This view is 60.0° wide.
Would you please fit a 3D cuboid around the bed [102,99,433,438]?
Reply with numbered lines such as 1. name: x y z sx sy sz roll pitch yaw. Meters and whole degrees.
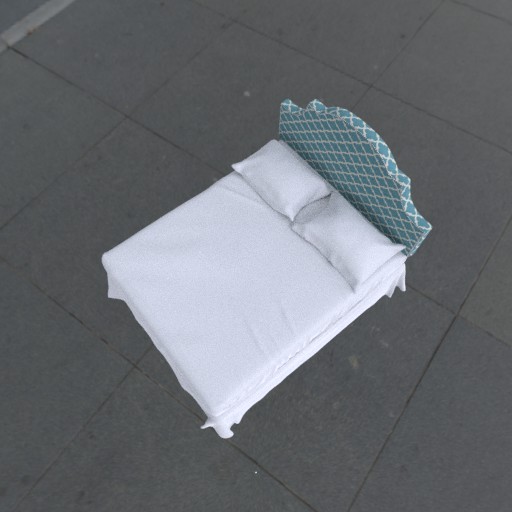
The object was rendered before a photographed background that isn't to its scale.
1. bed: 0.000 0.000 3.505 2.222 1.633 1.780 -36 69 -16
